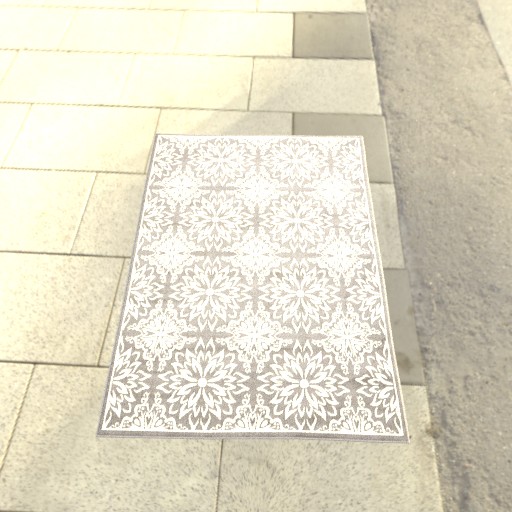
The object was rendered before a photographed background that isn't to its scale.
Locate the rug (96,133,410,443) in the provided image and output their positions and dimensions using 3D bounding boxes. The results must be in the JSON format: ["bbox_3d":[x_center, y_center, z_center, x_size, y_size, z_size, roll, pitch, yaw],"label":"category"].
[{"bbox_3d":[0.000,0.000,2.845,1.608,0.014,2.213,1,58,1],"label":"rug"}]
